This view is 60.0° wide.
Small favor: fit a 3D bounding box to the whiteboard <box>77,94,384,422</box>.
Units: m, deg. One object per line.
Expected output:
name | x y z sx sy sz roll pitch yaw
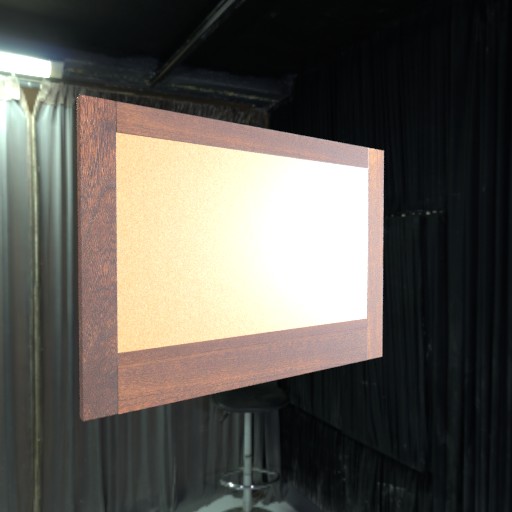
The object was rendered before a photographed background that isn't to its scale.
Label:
whiteboard | 0.000 0.000 1.013 0.783 0.559 0.083 -1 2 -35
